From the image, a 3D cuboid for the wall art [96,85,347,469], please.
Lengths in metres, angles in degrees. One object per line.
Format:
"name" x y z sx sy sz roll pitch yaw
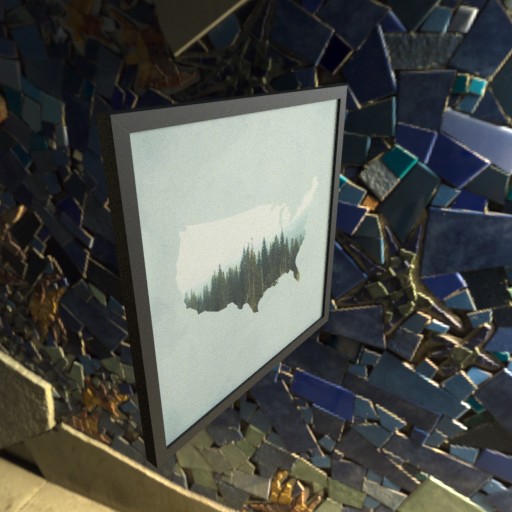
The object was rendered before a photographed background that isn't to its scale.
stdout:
"wall art" 0.000 0.000 1.115 0.038 0.763 0.763 18 31 34
